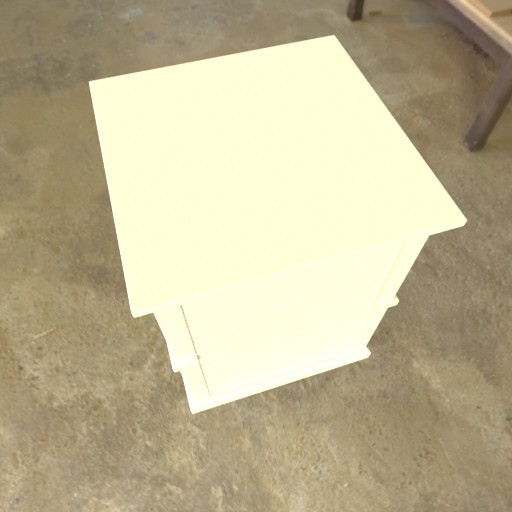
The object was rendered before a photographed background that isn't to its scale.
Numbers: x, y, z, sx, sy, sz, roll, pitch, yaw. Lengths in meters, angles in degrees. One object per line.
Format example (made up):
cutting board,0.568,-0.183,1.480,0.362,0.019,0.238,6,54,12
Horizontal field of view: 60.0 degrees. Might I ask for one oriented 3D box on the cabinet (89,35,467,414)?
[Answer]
cabinet,0.000,0.000,1.138,0.544,0.775,0.547,-15,59,-9
